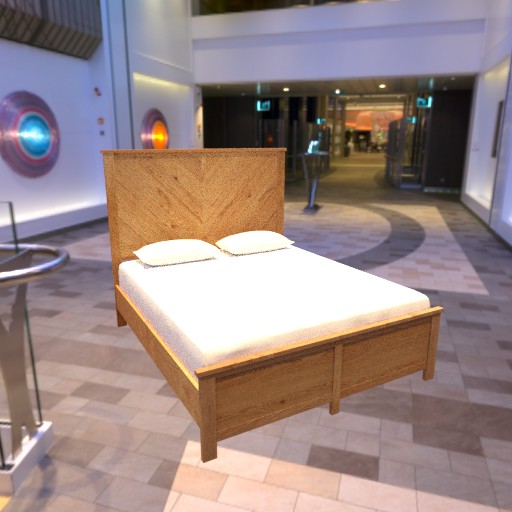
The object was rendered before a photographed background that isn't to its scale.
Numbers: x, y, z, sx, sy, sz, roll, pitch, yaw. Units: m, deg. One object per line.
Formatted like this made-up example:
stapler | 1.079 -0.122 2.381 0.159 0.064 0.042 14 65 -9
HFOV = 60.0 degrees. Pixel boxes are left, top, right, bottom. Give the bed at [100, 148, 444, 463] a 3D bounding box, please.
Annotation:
bed | 0.000 0.000 4.217 2.225 1.938 2.530 -8 17 -28
